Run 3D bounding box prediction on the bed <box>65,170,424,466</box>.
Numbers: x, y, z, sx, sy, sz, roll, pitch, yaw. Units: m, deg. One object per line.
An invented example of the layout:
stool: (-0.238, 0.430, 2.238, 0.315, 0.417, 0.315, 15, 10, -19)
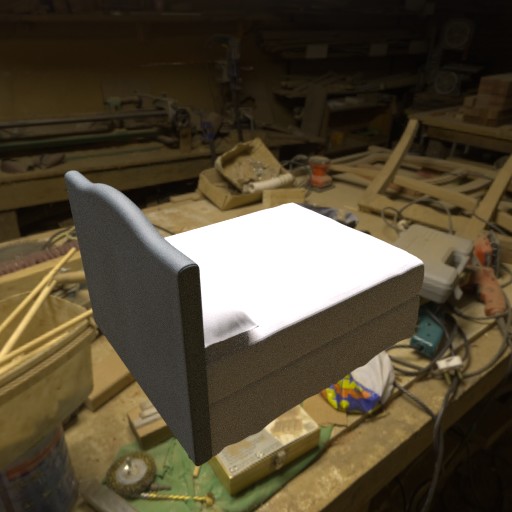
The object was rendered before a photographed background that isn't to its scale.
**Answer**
bed: (0.000, 0.000, 3.388, 2.143, 1.460, 1.753, -19, 33, -32)
